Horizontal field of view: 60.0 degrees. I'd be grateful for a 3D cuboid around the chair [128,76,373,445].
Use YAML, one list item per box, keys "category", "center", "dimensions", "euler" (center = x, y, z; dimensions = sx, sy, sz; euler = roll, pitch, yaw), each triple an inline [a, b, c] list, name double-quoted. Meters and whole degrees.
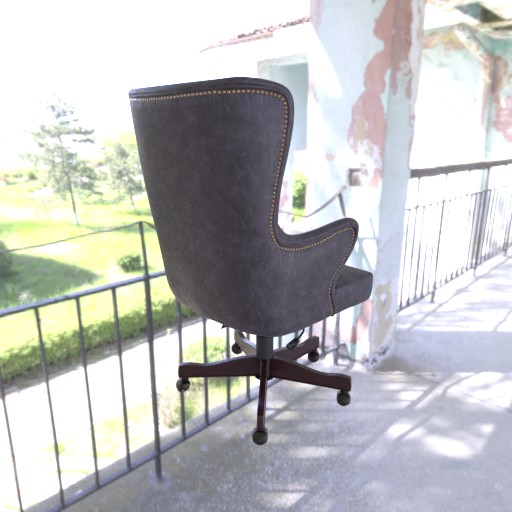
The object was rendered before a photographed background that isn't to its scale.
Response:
- category: "chair"
  center: [0.000, 0.000, 1.473]
  dimensions: [0.717, 1.037, 0.594]
  euler: [-15, 22, -42]
